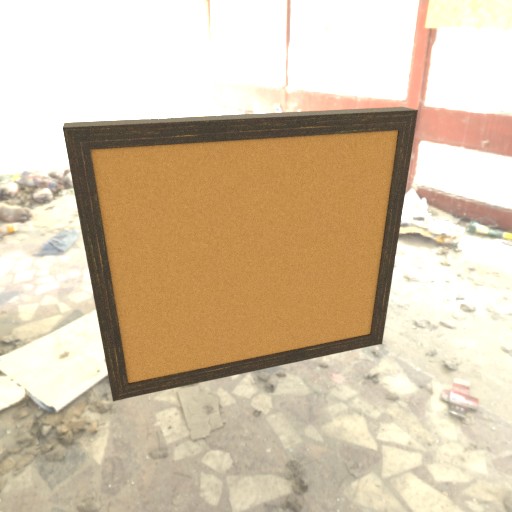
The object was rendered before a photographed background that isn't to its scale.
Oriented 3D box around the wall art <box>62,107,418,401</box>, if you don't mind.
[{"bbox_3d":[0.000,0.000,0.542,0.381,0.330,0.031,-8,27,-16],"label":"wall art"}]
